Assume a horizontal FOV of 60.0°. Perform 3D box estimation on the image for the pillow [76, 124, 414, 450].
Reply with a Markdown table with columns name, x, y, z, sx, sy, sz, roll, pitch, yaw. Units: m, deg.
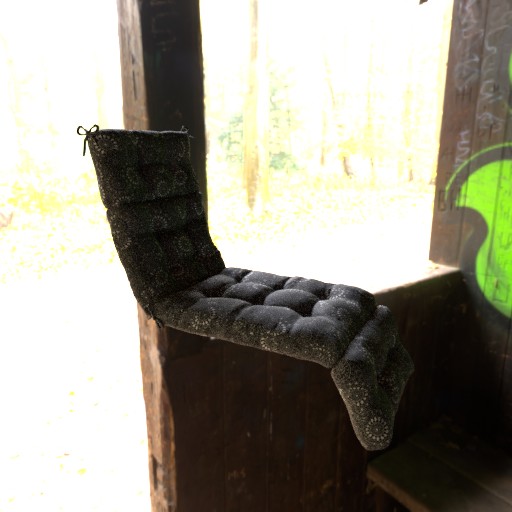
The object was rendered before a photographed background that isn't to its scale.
| name | x | y | z | sx | sy | sz | roll | pitch | yaw |
| --- | --- | --- | --- | --- | --- | --- | --- | --- | --- |
| pillow | 0.000 | 0.000 | 1.477 | 1.016 | 0.863 | 0.526 | 7 | 16 | 26 |
